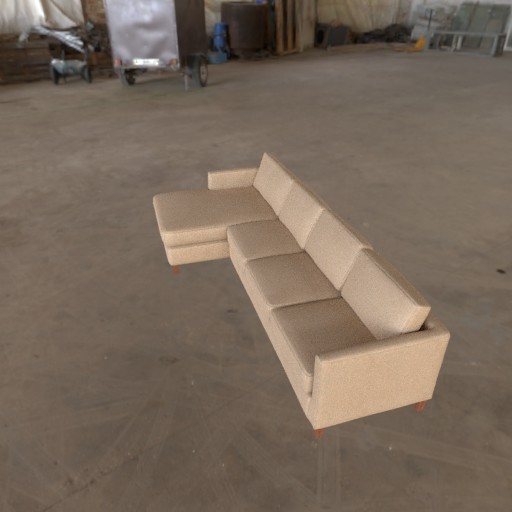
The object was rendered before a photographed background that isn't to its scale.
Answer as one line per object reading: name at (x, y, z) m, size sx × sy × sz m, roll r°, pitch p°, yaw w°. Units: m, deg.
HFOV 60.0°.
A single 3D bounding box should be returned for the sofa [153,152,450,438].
sofa at (0.000, 0.000, 3.855) m, size 1.502 × 0.876 × 3.201 m, roll -9°, pitch 31°, yaw -14°
